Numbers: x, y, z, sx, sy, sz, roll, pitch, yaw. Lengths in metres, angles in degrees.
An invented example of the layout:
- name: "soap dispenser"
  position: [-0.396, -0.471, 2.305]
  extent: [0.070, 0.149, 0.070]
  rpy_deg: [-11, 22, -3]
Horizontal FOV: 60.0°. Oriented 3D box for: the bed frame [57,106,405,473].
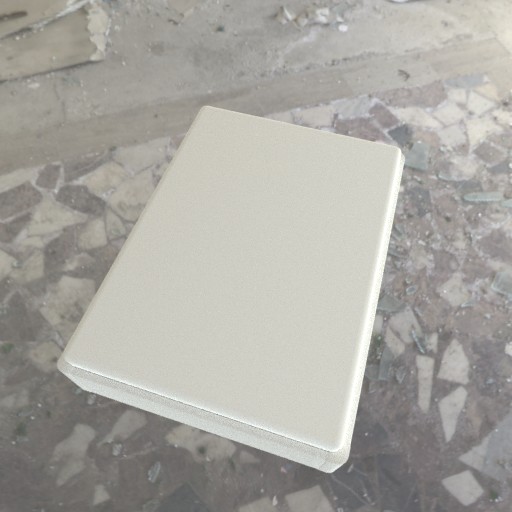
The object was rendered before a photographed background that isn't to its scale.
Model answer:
- name: "bed frame"
  position: [0.000, 0.000, 2.547]
  extent: [1.400, 0.406, 1.900]
  rpy_deg: [15, 59, 9]
